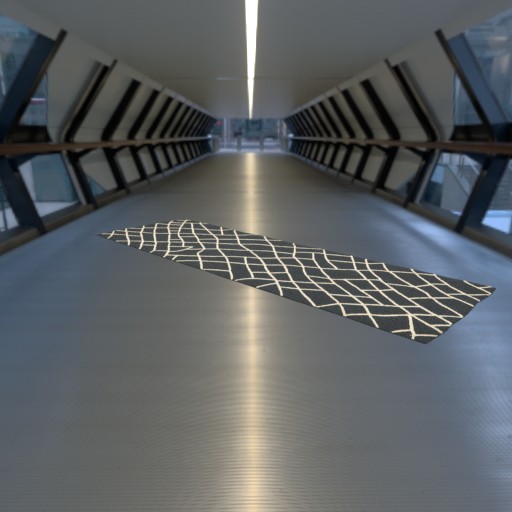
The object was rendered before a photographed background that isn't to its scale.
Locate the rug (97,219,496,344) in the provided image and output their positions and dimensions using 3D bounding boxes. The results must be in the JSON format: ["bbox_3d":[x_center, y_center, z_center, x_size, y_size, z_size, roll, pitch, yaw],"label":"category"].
[{"bbox_3d":[0.000,0.000,2.675,2.476,0.010,0.807,15,22,42],"label":"rug"}]
